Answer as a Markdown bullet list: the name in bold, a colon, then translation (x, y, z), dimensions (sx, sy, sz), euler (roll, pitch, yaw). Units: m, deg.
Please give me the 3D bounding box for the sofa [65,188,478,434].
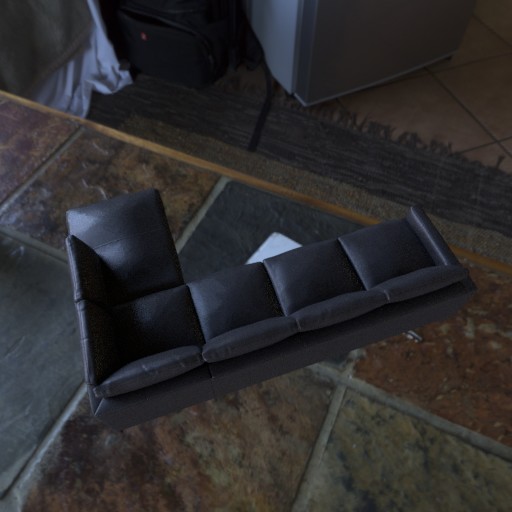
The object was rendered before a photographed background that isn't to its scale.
- **sofa**: translation (0.000, 0.000, 3.811), dimensions (2.984, 0.877, 1.938), euler (-16, 60, -10)
